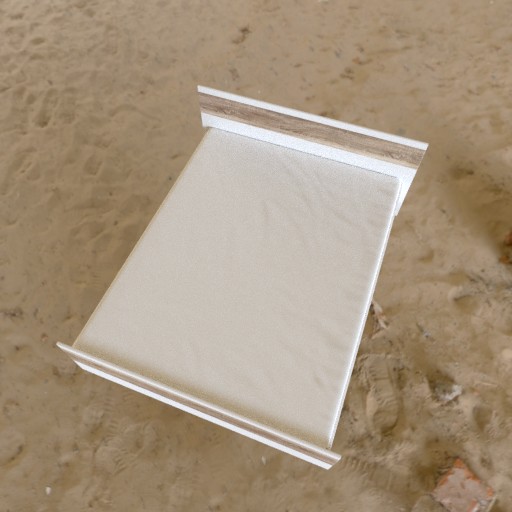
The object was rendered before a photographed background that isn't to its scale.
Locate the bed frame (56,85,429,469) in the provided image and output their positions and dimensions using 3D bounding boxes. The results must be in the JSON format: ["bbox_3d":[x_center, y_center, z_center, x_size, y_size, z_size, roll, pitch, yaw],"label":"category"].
[{"bbox_3d":[0.000,0.000,3.005,1.720,0.800,2.060,18,60,11],"label":"bed frame"}]
